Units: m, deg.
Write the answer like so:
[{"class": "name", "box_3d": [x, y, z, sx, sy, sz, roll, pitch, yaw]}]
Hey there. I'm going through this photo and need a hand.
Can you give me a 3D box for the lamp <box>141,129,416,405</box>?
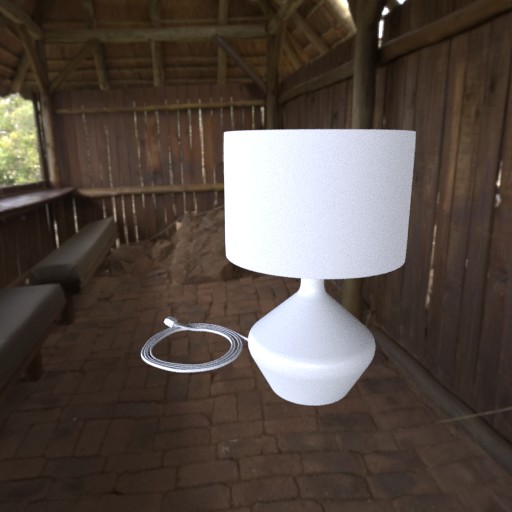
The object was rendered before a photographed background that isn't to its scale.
[{"class": "lamp", "box_3d": [0.000, 0.000, 0.859, 0.401, 0.457, 0.546, -8, 16, -28]}]
